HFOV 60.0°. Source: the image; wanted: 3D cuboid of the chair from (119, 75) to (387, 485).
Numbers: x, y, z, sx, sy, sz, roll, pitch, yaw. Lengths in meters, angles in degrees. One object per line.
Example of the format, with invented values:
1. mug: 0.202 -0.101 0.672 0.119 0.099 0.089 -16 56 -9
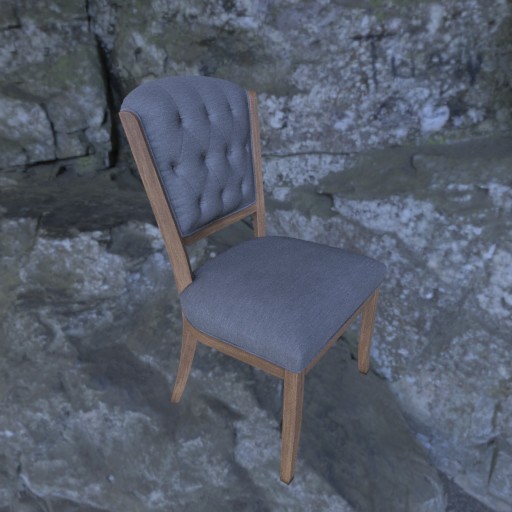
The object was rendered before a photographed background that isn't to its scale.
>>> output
1. chair: 0.000 0.000 1.231 0.584 0.905 0.513 18 32 31
